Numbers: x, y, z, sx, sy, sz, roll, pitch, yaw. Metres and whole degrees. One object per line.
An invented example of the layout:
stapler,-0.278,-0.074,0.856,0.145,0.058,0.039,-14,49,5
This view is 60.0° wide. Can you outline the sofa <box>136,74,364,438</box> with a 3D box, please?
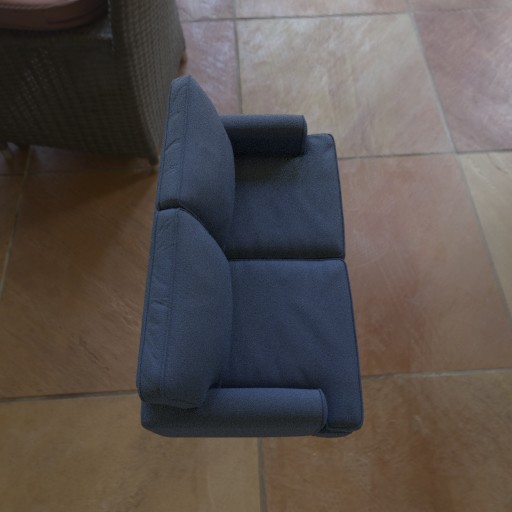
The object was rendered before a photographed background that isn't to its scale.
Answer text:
sofa,0.000,0.000,2.214,0.965,0.965,1.651,0,64,0
